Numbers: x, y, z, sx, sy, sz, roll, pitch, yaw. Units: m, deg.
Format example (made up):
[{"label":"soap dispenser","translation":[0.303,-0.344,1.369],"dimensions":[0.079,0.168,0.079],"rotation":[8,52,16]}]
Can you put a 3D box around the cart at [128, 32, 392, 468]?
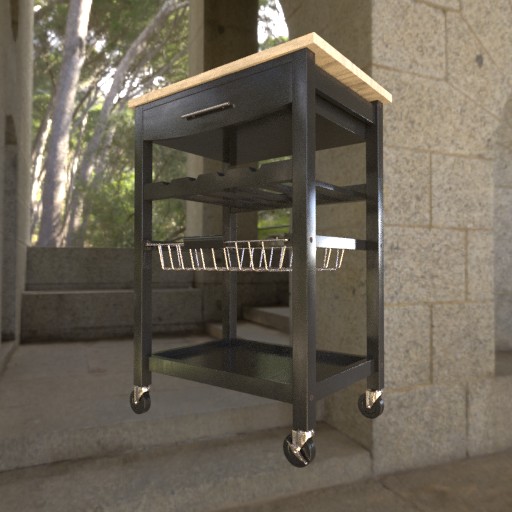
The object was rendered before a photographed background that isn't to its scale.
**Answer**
[{"label":"cart","translation":[0.000,0.000,1.167],"dimensions":[0.584,0.839,0.403],"rotation":[-1,-1,38]}]
